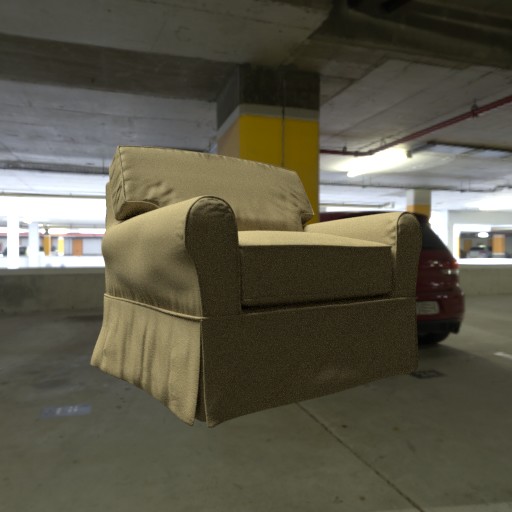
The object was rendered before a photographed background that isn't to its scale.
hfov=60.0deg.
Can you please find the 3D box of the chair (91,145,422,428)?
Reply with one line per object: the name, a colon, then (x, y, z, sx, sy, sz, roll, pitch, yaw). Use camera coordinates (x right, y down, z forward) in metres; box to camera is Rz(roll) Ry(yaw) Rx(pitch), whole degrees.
chair: (0.000, 0.000, 1.833, 1.096, 0.937, 0.903, 0, 1, -36)
